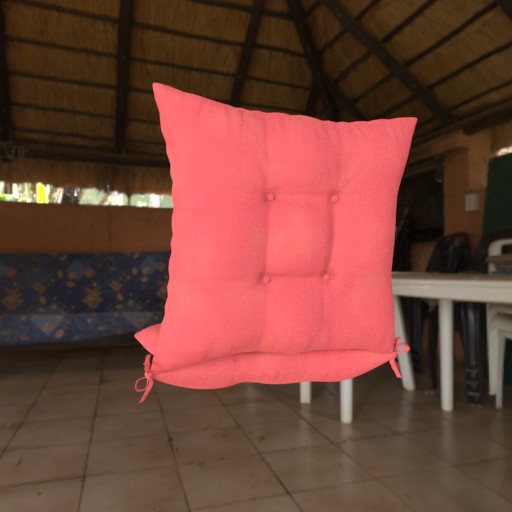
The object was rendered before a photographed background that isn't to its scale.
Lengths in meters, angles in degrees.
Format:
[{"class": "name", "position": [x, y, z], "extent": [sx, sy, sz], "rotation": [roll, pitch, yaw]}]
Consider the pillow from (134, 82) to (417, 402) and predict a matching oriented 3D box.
[{"class": "pillow", "position": [0.000, 0.000, 1.007], "extent": [0.541, 0.536, 0.585], "rotation": [0, -1, -18]}]
